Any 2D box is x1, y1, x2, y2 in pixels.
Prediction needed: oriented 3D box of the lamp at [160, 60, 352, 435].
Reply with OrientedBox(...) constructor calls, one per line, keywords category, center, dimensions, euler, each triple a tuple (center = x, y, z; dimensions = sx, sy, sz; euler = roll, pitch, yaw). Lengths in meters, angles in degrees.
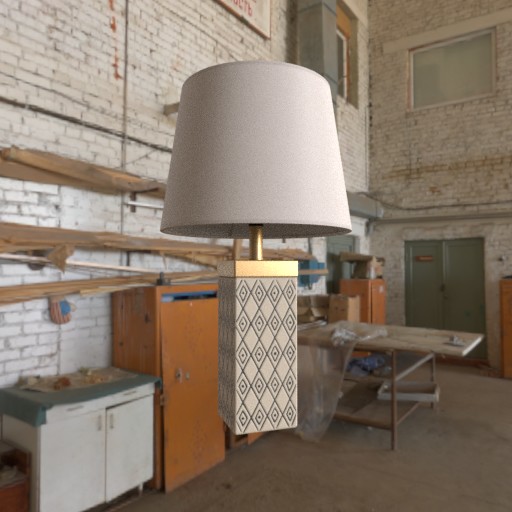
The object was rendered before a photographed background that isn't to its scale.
OrientedBox(category="lamp", center=(0.000, 0.000, 0.591), dimensions=(0.251, 0.435, 0.251), euler=(0, -2, 0))
